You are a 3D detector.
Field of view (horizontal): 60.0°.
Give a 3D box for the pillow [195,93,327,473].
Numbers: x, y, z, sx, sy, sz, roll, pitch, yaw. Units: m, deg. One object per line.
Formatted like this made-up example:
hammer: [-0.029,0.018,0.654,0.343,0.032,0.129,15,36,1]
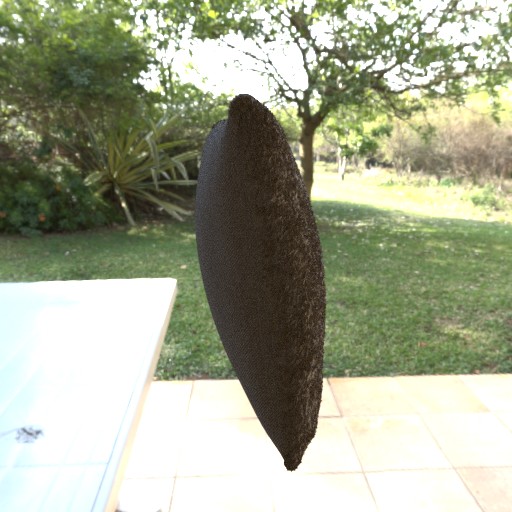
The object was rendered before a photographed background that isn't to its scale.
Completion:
pillow: [0.000,0.000,0.814,0.218,0.515,0.529,-2,14,-8]
